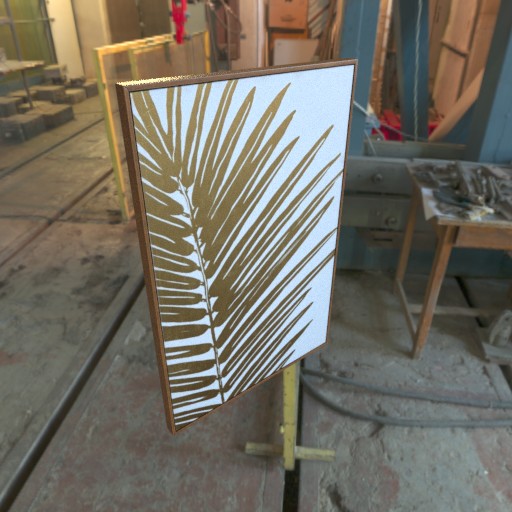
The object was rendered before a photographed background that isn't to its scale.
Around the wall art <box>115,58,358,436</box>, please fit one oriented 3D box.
[{"bbox_3d":[0.000,0.000,1.167,0.610,0.914,0.037,-22,37,-32],"label":"wall art"}]
